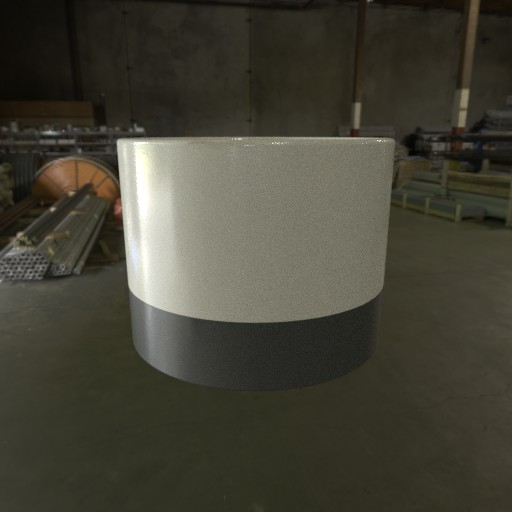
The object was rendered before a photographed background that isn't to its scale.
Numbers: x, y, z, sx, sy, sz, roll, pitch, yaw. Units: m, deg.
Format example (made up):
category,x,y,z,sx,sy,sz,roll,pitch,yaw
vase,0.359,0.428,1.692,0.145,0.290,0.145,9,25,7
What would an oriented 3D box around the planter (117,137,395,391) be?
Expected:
category,x,y,z,sx,sy,sz,roll,pitch,yaw
planter,0.000,0.000,0.344,0.193,0.177,0.193,0,15,0
